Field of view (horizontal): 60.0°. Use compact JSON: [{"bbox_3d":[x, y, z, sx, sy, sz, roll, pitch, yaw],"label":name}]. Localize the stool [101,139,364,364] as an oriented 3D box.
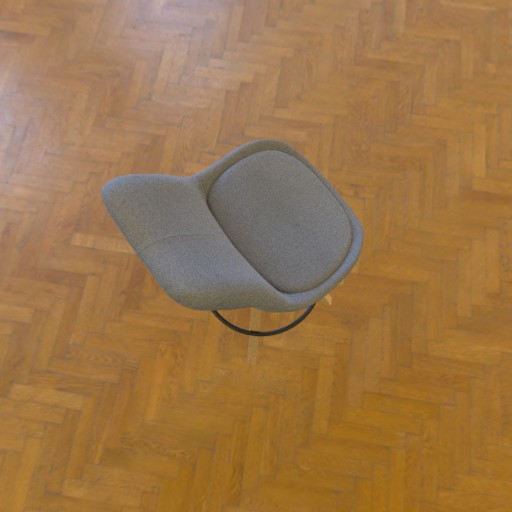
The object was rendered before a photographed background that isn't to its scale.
[{"bbox_3d":[0.000,0.000,1.380,0.550,1.115,0.485,-36,76,-10],"label":"stool"}]
